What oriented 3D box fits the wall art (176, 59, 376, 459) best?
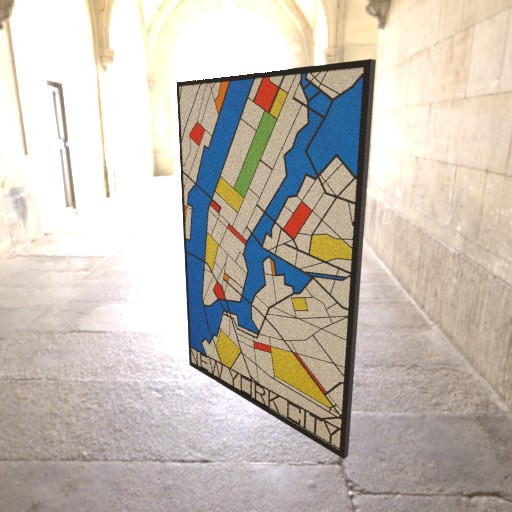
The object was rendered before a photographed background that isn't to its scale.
[{"bbox_3d":[0.000,0.000,0.856,0.013,0.657,0.457,-16,22,-43],"label":"wall art"}]
